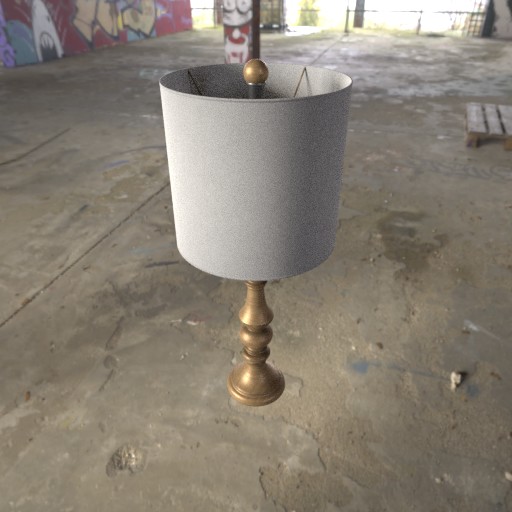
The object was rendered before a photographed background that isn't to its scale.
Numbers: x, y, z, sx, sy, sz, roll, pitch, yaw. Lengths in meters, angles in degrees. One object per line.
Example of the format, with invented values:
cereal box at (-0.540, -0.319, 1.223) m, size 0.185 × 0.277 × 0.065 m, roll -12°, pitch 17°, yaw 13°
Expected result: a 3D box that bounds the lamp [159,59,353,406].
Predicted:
lamp at (0.000, 0.000, 0.728) m, size 0.250 × 0.597 × 0.250 m, roll 22°, pitch 38°, yaw 31°
